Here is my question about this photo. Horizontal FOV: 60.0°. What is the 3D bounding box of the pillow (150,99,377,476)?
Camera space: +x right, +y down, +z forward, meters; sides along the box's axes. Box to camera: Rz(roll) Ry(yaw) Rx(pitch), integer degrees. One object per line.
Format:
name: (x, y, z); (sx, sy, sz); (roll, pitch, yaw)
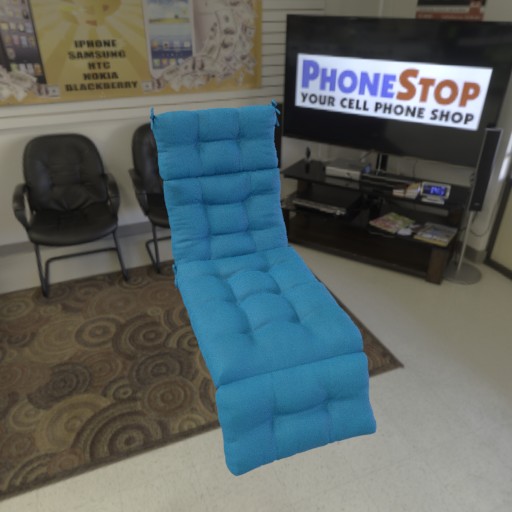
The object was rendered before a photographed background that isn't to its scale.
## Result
pillow: (0.000, 0.000, 1.531); (0.526, 0.863, 1.016); (-10, 31, -16)
